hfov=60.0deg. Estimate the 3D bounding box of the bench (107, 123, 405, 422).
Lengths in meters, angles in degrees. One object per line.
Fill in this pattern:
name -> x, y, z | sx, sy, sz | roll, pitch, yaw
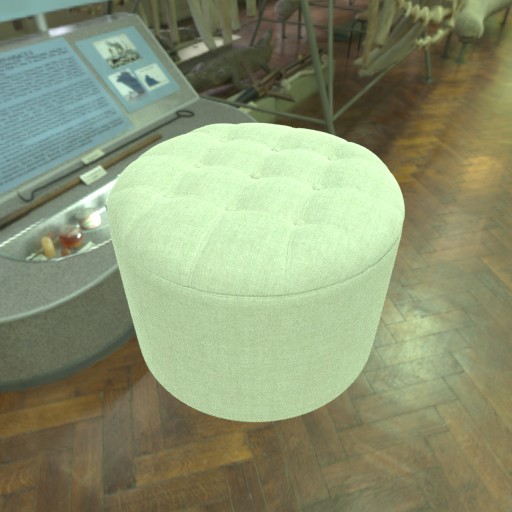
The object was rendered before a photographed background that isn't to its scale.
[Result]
bench -> 0.000, 0.000, 1.025 | 0.600, 0.453, 0.600 | 0, 39, 0
